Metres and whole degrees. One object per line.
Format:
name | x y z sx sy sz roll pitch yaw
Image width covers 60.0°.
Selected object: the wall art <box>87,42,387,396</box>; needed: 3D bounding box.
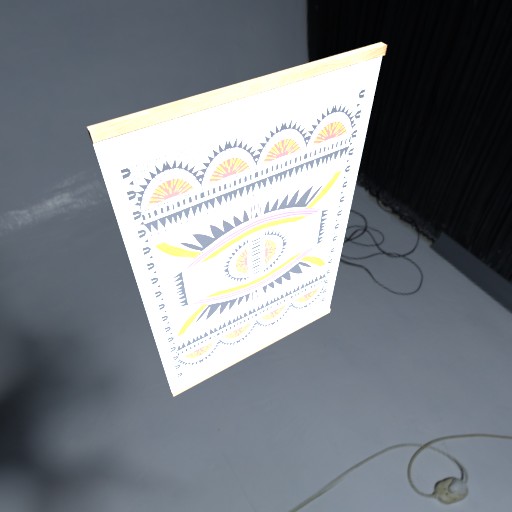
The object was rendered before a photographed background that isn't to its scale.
wall art | 0.000 0.000 1.870 0.999 1.533 0.028 -24 52 -20
